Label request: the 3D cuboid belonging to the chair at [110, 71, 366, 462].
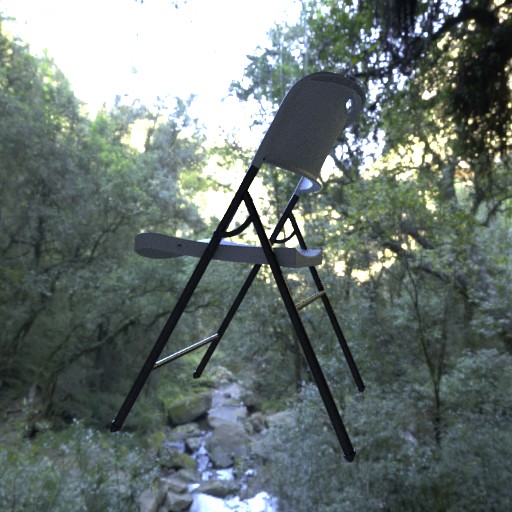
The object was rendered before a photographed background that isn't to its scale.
[{"bbox_3d":[0.000,0.000,1.174,0.566,0.810,0.494,0,0,16],"label":"chair"}]
